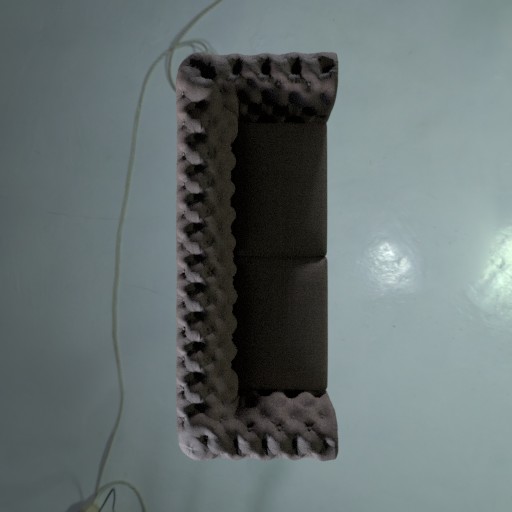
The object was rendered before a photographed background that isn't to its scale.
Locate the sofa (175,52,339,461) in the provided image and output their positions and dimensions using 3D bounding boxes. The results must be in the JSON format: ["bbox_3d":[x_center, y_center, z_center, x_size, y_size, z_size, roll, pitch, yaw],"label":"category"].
[{"bbox_3d":[0.000,0.000,2.850,0.944,0.787,2.385,0,90,0],"label":"sofa"}]
